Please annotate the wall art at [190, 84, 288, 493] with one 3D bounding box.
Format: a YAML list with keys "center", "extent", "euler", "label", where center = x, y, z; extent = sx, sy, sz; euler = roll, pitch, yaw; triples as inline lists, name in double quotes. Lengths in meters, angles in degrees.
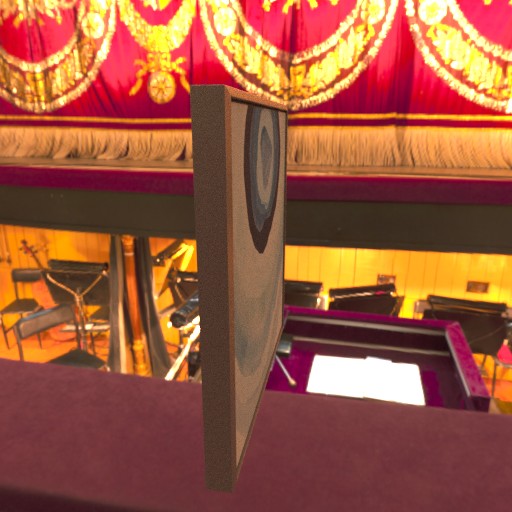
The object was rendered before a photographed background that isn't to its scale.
- center: [0.000, 0.000, 0.520]
  extent: [0.028, 0.349, 0.349]
  euler: [3, 17, 10]
  label: "wall art"
